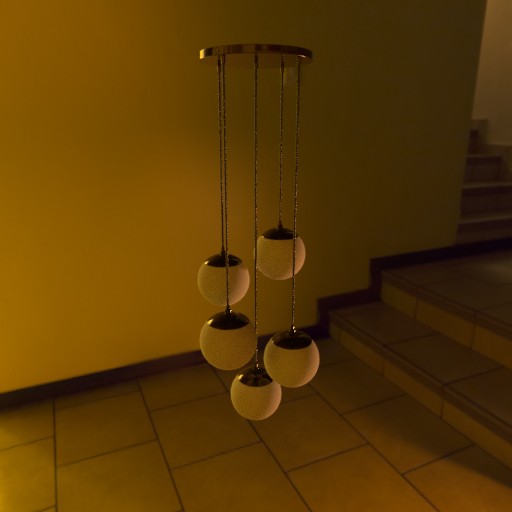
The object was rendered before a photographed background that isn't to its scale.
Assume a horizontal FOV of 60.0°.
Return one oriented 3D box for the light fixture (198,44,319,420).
[{"bbox_3d":[0.000,0.000,1.514,0.489,1.271,0.484,-15,22,-42],"label":"light fixture"}]
